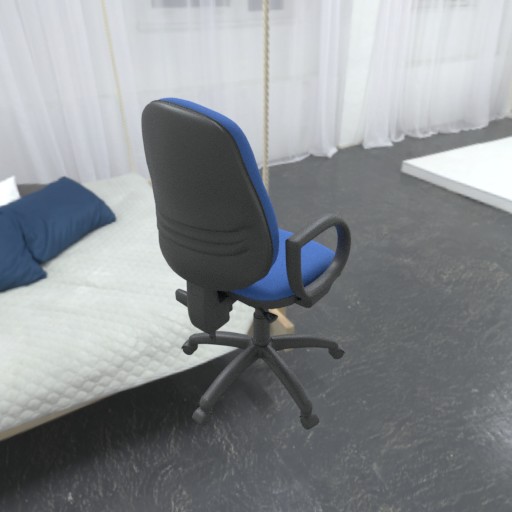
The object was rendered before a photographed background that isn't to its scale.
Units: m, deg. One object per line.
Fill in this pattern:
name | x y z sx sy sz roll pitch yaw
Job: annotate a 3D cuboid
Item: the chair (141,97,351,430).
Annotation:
chair | 0.000 0.000 1.247 0.552 0.905 0.549 22 36 33
